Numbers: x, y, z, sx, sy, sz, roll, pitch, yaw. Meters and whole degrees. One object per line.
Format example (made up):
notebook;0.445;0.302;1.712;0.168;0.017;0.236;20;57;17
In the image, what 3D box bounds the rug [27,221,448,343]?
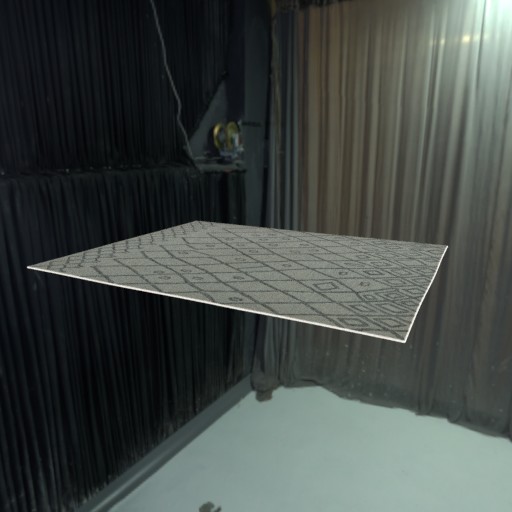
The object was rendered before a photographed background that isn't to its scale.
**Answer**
rug;0.000;0.000;4.054;3.046;0.015;2.446;8;16;27
